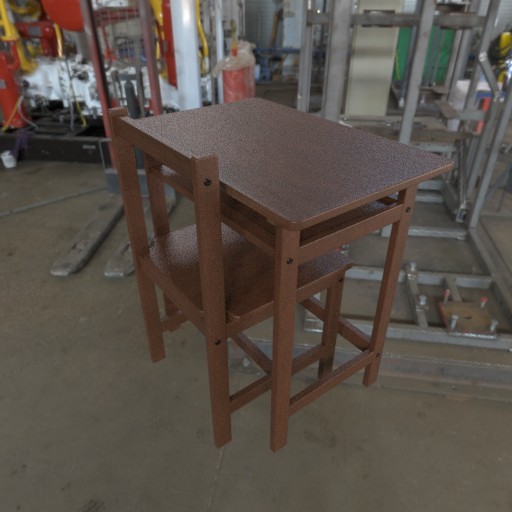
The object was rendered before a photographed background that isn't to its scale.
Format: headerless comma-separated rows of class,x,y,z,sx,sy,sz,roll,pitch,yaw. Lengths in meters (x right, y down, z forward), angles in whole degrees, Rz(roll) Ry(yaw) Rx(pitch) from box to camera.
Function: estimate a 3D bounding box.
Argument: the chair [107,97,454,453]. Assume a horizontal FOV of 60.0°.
chair,0.000,0.000,1.031,0.463,0.673,0.599,-22,39,-30
